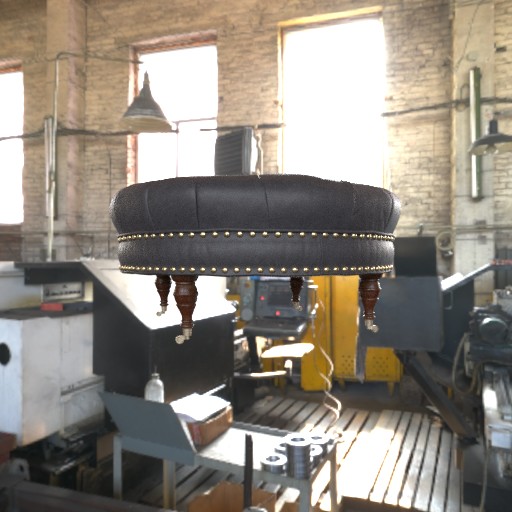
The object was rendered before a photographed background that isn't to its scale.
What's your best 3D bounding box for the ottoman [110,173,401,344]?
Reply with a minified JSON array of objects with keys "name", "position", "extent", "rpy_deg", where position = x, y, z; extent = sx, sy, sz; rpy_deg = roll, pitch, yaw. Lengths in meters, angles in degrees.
[{"name":"ottoman","position":[0.000,0.000,1.438],"extent":[0.901,0.439,0.901],"rpy_deg":[0,0,0]}]
